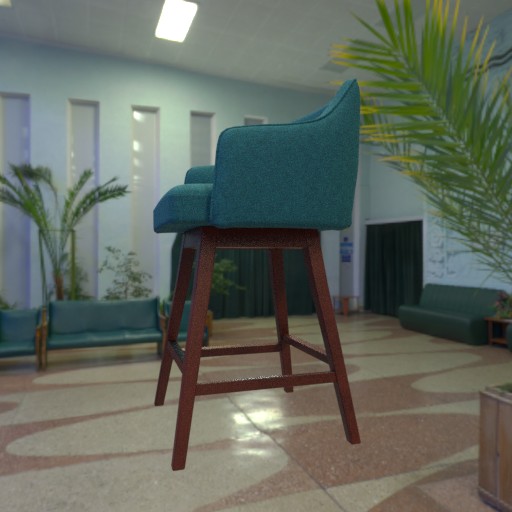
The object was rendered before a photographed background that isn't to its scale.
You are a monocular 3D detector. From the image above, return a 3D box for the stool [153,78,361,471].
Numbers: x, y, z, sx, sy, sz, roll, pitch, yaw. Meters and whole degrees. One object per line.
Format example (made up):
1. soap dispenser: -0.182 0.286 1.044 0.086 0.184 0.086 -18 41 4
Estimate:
1. stool: 0.000 0.000 1.295 0.556 0.961 0.548 0 0 -18
